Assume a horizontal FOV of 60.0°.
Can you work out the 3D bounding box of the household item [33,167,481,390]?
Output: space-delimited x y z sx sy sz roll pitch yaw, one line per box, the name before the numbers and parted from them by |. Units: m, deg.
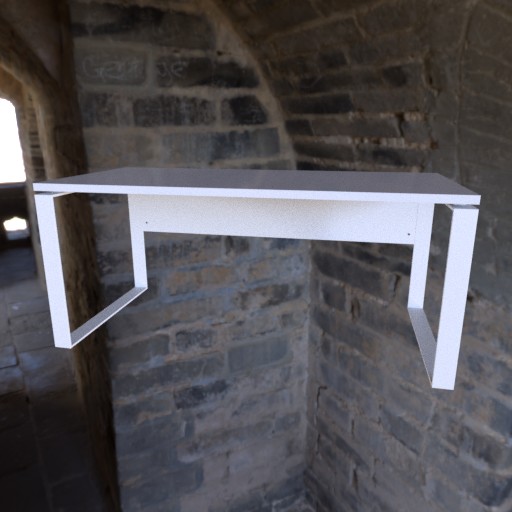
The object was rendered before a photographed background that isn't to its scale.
household item | 0.000 0.000 2.126 1.700 0.745 0.800 3 16 11
